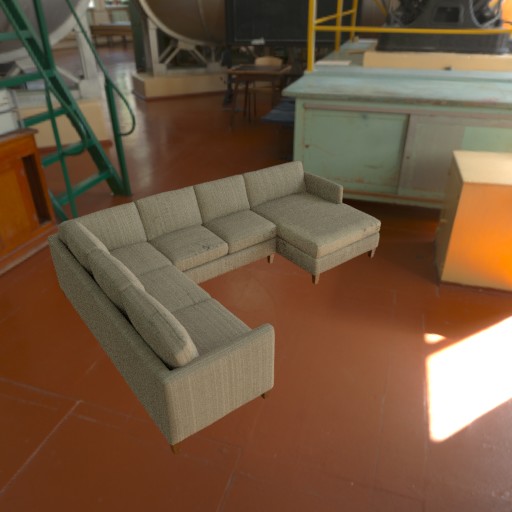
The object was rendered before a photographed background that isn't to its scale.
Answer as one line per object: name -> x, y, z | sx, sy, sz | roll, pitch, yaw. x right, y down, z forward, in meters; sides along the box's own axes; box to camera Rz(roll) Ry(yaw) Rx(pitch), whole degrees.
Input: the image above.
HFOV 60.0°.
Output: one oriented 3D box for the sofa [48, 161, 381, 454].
sofa -> 0.000, 0.000, 4.678 | 3.460, 0.961, 2.594 | -21, 36, -32
